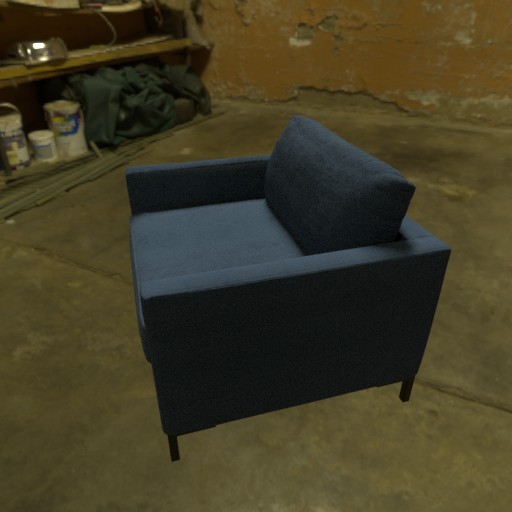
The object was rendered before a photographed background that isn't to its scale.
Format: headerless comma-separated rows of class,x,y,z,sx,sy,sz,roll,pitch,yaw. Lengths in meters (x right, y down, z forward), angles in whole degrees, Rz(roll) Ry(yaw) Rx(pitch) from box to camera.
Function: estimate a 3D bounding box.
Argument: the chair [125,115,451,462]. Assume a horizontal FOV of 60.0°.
chair,0.000,0.000,1.609,0.875,0.812,0.964,-9,32,-14
